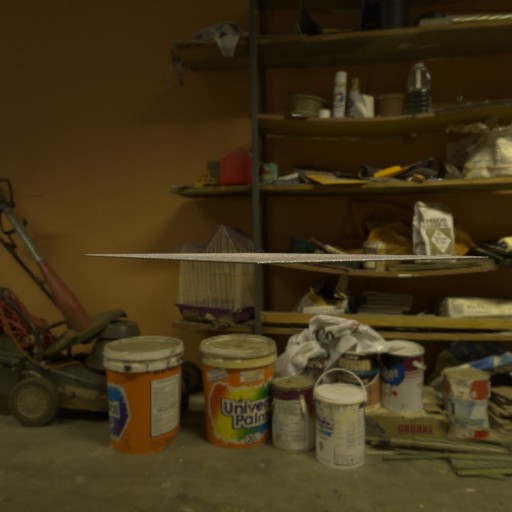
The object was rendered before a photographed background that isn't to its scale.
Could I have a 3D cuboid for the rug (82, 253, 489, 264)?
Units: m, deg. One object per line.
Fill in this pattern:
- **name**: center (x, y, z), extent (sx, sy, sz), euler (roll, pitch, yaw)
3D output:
- **rug**: center (0.000, 0.000, 2.891), extent (1.609, 0.013, 2.214), euler (-1, 1, -36)
